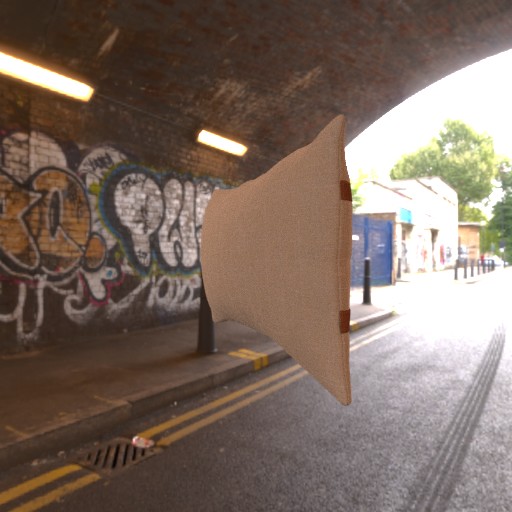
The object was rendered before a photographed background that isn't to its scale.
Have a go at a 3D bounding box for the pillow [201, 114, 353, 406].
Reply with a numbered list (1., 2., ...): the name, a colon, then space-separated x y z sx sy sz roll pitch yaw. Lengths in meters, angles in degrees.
1. pillow: 0.000 0.000 0.744 0.148 0.308 0.612 0 0 -18
